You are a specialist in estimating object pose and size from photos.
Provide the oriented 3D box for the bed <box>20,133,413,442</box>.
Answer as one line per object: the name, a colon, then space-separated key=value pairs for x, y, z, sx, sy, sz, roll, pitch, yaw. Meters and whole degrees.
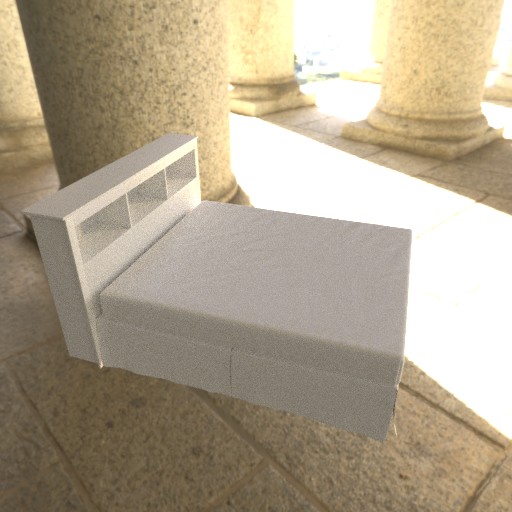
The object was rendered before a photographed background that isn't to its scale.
bed: x=0.000 y=0.000 z=3.064 sx=2.133 sy=1.092 sz=1.671 roll=10 pitch=32 yaw=16
